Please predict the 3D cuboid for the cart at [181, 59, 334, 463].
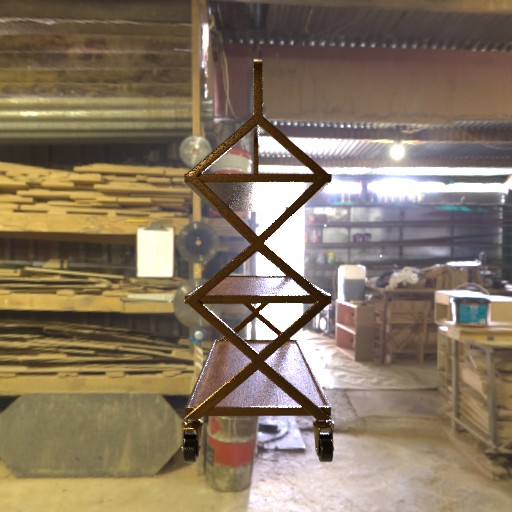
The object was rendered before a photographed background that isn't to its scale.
[{"bbox_3d":[0.000,0.000,1.209,0.313,0.805,0.723,0,1,0],"label":"cart"}]
